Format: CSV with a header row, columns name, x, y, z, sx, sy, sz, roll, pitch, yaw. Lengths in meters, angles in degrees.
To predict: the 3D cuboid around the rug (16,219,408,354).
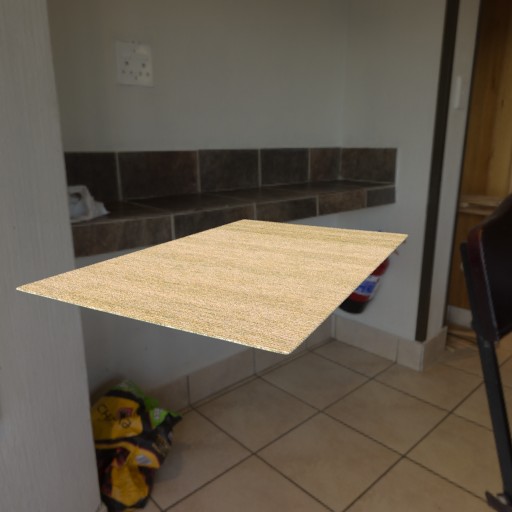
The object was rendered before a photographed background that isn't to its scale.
name,x,y,z,sx,sy,sz,roll,pitch,yaw
rug,0.000,0.000,2.168,1.143,0.010,1.758,8,16,27
